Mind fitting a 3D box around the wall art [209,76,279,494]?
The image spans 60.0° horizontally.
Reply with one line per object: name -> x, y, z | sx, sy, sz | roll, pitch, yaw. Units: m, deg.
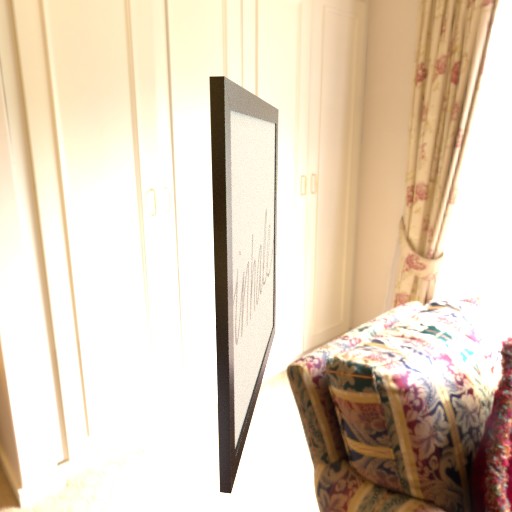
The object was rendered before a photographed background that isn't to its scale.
wall art -> 0.000, 0.000, 0.662 | 0.014, 0.445, 0.446 | 2, 15, 9
